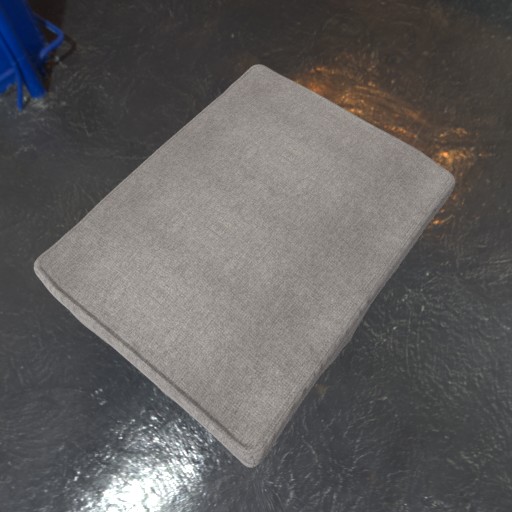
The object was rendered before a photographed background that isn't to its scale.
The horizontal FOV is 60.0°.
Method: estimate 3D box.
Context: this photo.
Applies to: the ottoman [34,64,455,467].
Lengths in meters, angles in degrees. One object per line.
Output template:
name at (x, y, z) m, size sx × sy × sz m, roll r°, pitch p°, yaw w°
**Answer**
ottoman at (0.000, 0.000, 1.195) m, size 0.652 × 0.492 × 0.833 m, roll 35°, pitch 69°, yaw 16°
